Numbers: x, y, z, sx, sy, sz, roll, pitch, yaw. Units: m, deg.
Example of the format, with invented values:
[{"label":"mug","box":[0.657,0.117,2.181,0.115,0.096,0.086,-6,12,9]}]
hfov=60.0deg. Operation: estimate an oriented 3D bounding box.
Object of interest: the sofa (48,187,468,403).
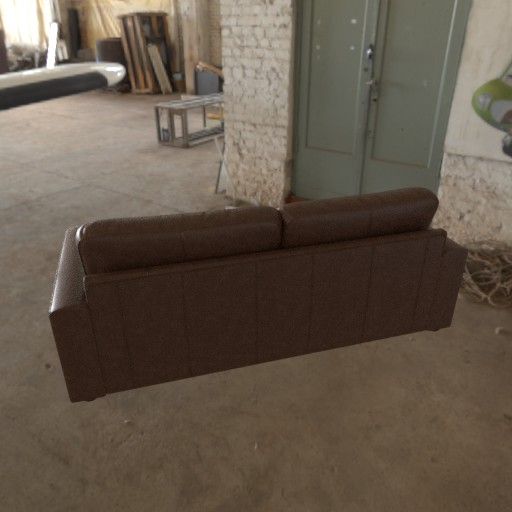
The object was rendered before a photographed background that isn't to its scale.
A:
[{"label":"sofa","box":[0.000,0.000,2.667,2.179,0.873,1.016,-8,28,-15]}]
